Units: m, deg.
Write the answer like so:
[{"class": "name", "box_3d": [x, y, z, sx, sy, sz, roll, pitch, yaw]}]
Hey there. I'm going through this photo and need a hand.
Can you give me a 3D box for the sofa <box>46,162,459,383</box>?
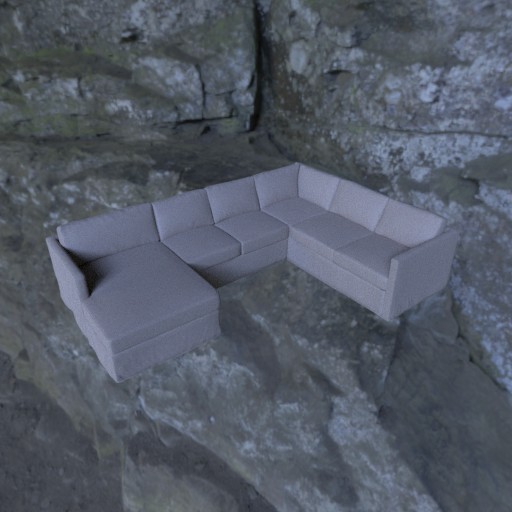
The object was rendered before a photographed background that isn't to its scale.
[{"class": "sofa", "box_3d": [0.000, 0.000, 4.640, 3.528, 0.878, 2.476, -21, 36, -31]}]
